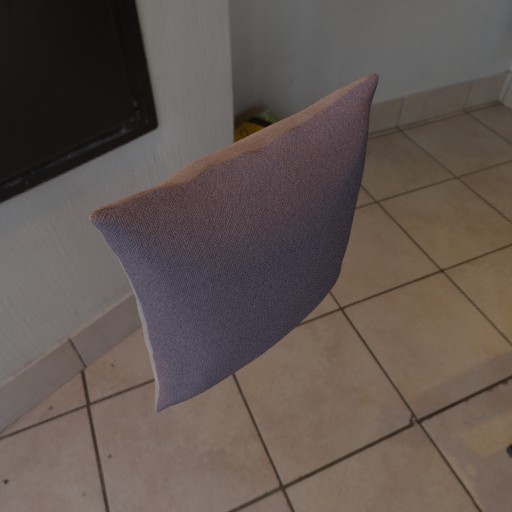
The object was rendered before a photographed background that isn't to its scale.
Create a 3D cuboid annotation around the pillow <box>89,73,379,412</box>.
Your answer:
[{"bbox_3d":[0.000,0.000,0.683,0.452,0.439,0.204,-33,55,-27],"label":"pillow"}]
